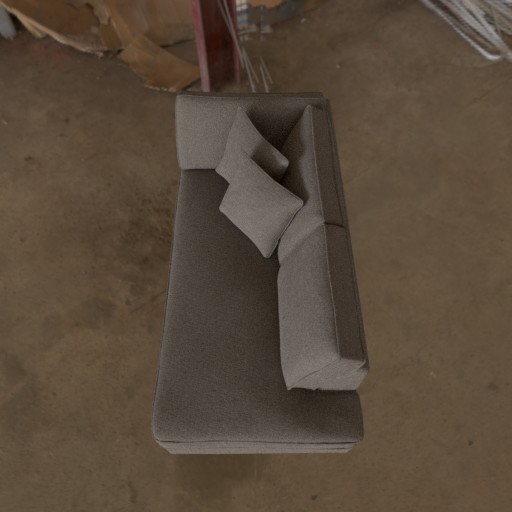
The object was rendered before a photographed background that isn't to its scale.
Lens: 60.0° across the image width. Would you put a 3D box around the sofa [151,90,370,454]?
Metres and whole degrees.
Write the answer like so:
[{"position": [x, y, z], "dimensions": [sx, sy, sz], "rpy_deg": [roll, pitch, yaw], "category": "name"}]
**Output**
[{"position": [0.000, 0.000, 2.809], "dimensions": [1.110, 1.033, 2.237], "rpy_deg": [0, 59, 0], "category": "sofa"}]
